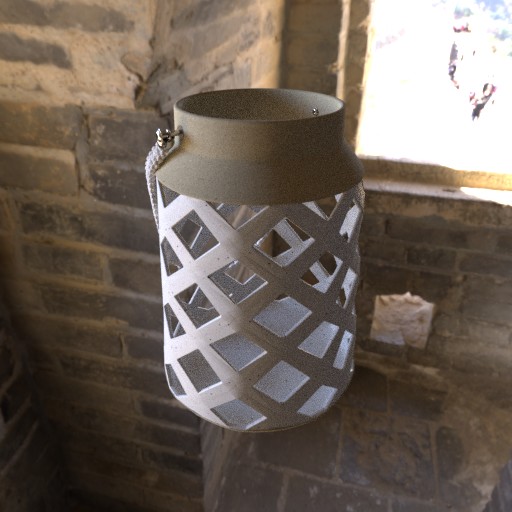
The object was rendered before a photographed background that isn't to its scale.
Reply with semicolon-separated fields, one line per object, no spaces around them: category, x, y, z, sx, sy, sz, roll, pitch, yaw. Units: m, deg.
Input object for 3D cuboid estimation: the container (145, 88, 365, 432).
container;0.000;0.000;0.393;0.188;0.264;0.198;-18;34;-29
